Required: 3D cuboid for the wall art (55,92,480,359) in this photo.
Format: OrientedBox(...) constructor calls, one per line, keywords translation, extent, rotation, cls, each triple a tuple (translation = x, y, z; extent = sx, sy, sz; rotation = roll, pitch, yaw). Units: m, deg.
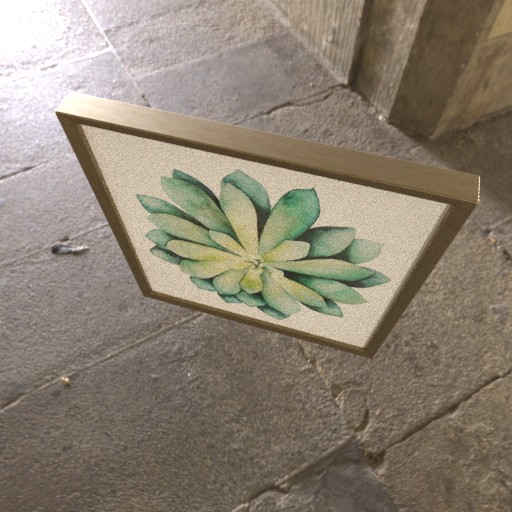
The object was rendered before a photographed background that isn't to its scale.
OrientedBox(translation=(0.000, 0.000, 0.731), extent=(0.503, 0.506, 0.040), rotation=(14, 59, 8), cls="wall art")
